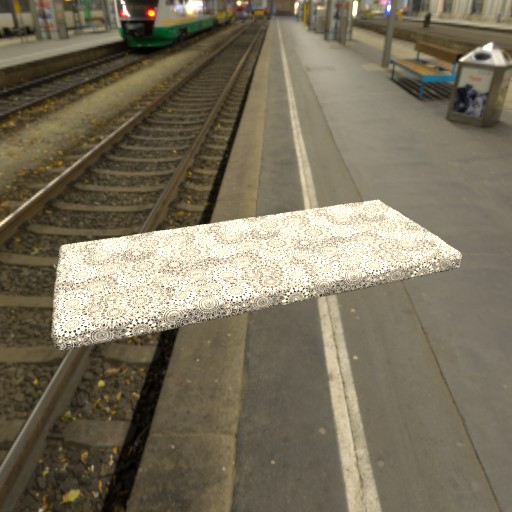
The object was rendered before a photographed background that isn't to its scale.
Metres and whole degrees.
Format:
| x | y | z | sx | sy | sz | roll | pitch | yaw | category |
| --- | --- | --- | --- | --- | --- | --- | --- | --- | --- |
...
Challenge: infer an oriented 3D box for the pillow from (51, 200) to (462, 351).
| x | y | z | sx | sy | sz | roll | pitch | yaw | category |
| --- | --- | --- | --- | --- | --- | --- | --- | --- | --- |
| 0.000 | 0.000 | 1.367 | 1.187 | 0.081 | 0.492 | -10 | 31 | -17 | pillow |
